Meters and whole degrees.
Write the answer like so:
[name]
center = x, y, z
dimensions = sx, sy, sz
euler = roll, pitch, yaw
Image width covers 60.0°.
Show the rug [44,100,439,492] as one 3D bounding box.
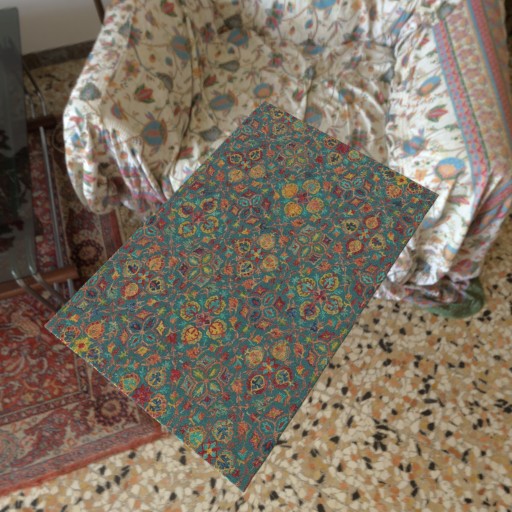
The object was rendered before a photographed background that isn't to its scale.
[rug]
center = 0.000, 0.000, 2.326
dimensions = 1.216, 0.014, 1.836
euler = 33, 68, 15
